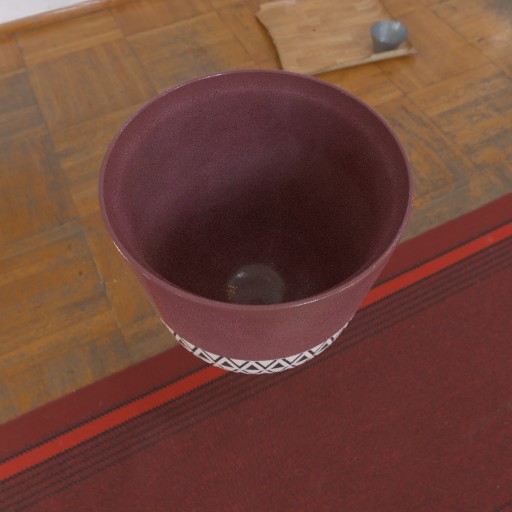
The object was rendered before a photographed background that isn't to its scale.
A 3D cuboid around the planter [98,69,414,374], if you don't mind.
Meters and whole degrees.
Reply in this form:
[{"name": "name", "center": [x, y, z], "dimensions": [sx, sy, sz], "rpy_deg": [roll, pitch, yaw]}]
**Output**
[{"name": "planter", "center": [0.000, 0.000, 0.368], "dimensions": [0.195, 0.214, 0.195], "rpy_deg": [0, 59, 0]}]
